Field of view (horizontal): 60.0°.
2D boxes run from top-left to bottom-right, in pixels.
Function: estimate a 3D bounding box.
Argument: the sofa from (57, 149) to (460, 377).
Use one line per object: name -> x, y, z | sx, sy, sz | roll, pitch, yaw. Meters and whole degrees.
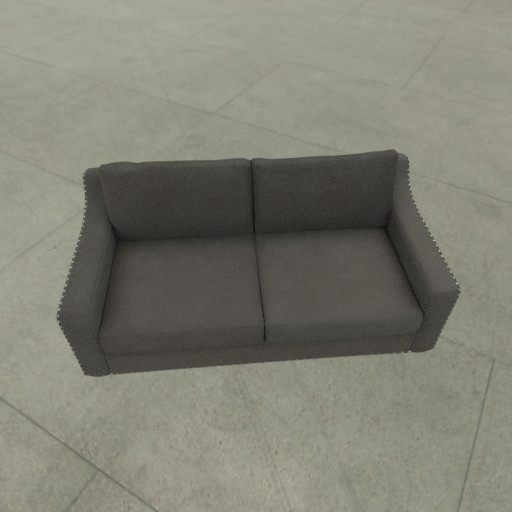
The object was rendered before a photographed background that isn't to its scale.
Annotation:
sofa -> 0.000, 0.000, 3.313 | 2.550, 1.196, 1.336 | -3, 45, -3
